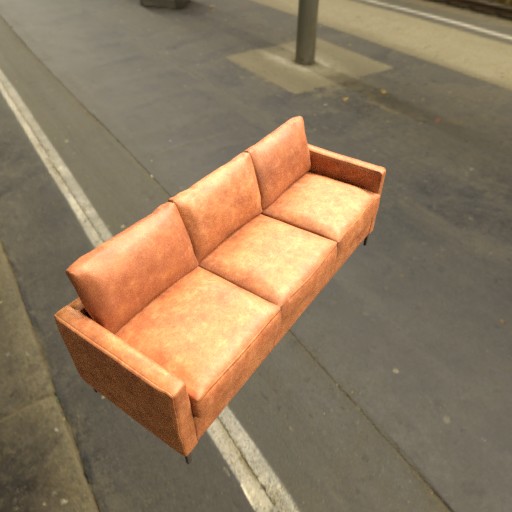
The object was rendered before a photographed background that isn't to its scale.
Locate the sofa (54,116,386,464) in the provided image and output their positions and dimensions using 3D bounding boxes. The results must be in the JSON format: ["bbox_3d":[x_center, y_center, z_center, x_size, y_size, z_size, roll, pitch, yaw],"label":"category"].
[{"bbox_3d":[0.000,0.000,2.480,0.748,0.863,2.029,25,47,26],"label":"sofa"}]
